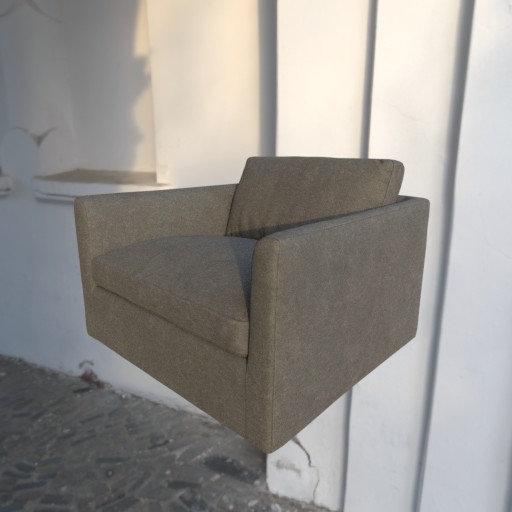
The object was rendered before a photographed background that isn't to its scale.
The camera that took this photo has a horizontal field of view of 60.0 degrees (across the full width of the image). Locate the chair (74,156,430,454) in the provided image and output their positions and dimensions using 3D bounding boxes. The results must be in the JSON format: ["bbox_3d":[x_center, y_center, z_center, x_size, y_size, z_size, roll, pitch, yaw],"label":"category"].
[{"bbox_3d":[0.000,0.000,1.912,1.091,0.845,1.190,-14,20,-43],"label":"chair"}]
